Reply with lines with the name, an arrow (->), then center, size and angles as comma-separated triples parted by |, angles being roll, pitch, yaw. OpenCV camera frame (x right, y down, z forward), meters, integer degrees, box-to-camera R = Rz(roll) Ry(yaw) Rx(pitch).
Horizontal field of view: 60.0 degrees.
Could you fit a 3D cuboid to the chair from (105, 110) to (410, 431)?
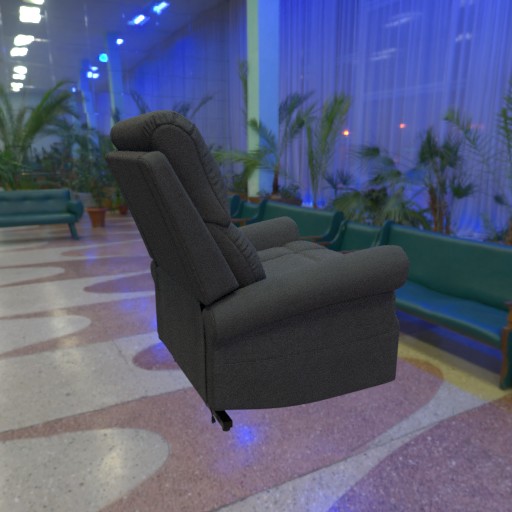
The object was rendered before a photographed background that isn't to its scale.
chair -> 0.000, 0.000, 1.730 | 0.979, 1.031, 0.871 | -7, 15, -26
